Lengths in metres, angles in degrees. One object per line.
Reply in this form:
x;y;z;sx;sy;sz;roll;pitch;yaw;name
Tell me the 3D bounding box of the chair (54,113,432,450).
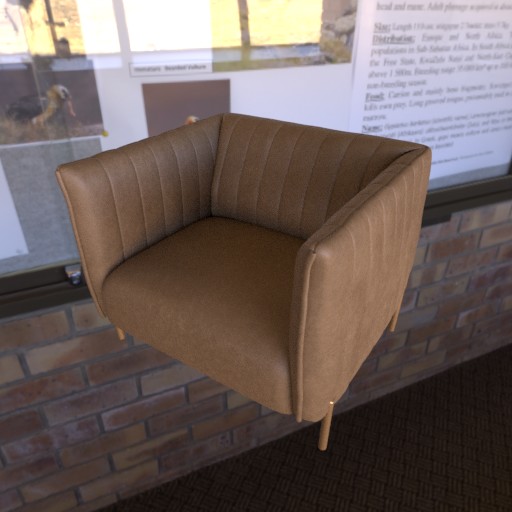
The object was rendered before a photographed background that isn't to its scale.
0.000;0.000;1.619;0.981;0.779;0.876;19;36;28;chair
